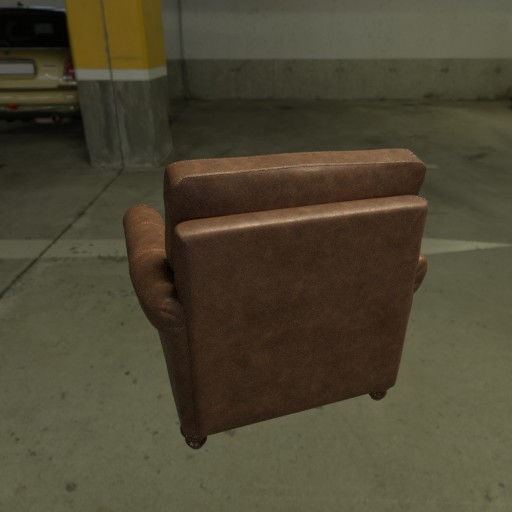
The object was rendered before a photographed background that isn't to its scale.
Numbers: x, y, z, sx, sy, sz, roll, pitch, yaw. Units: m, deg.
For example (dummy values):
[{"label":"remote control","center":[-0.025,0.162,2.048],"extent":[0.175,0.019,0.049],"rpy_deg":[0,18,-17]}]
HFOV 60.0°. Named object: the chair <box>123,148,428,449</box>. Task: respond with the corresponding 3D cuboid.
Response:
[{"label":"chair","center":[0.000,0.000,1.789],"extent":[0.996,0.976,1.002],"rpy_deg":[-8,27,-17]}]
